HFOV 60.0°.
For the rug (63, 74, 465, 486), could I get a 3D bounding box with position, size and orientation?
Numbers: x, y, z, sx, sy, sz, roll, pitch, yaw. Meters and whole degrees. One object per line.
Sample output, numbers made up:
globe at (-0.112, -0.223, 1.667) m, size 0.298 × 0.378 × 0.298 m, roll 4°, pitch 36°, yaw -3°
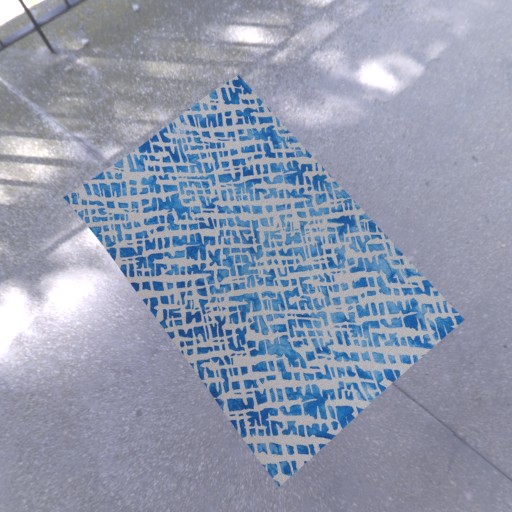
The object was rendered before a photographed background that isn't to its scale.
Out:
rug at (0.000, 0.000, 2.302) m, size 1.209 × 0.011 × 1.830 m, roll -38°, pitch 79°, yaw -9°
